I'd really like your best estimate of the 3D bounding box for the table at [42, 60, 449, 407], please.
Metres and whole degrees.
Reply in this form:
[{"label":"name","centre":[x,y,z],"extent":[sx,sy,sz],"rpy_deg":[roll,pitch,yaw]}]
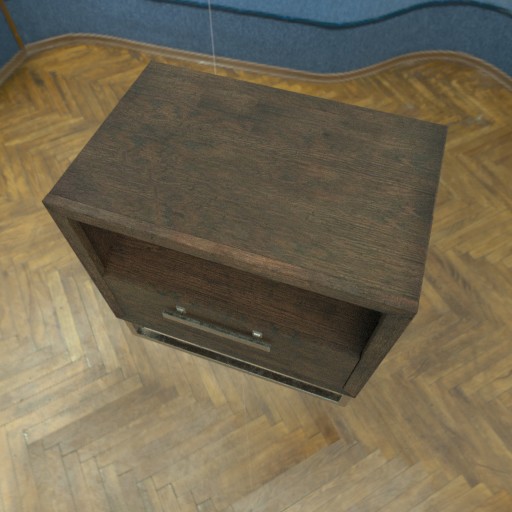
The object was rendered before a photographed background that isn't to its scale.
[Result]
[{"label":"table","centre":[0.000,0.000,1.280],"extent":[0.767,0.746,0.542],"rpy_deg":[16,59,10]}]
